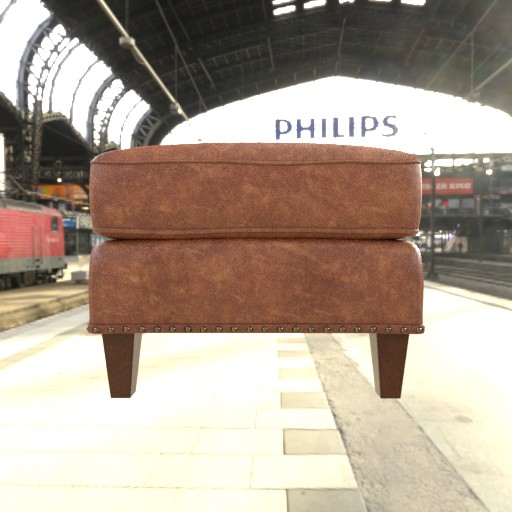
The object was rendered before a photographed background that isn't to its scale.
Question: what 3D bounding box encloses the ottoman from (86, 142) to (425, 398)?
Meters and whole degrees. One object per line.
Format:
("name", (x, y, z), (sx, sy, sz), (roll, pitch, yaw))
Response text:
("ottoman", (0.000, 0.000, 1.111), (0.586, 0.486, 0.742), (0, 2, 0))
